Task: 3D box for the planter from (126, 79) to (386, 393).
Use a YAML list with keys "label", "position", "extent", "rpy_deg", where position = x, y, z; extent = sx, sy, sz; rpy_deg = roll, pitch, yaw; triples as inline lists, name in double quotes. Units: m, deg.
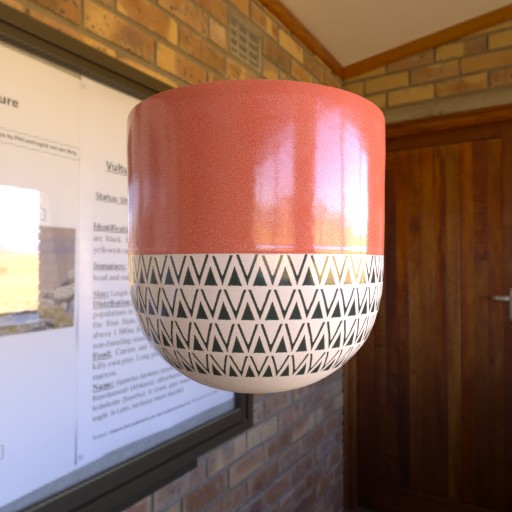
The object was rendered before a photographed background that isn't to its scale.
- label: "planter"
  position: [0.000, 0.000, 0.473]
  extent: [0.266, 0.270, 0.266]
  rpy_deg: [0, -1, 0]
